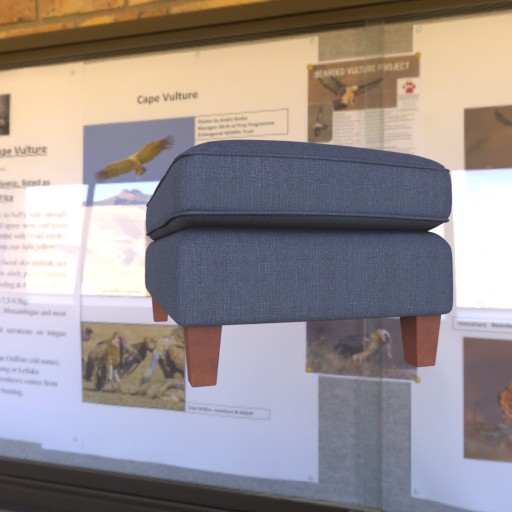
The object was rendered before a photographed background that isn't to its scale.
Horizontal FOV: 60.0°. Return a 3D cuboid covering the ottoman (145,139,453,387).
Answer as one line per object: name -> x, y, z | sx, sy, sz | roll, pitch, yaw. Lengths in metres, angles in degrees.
ottoman -> 0.000, 0.000, 1.191 | 0.570, 0.438, 0.885 | 0, 0, -17
